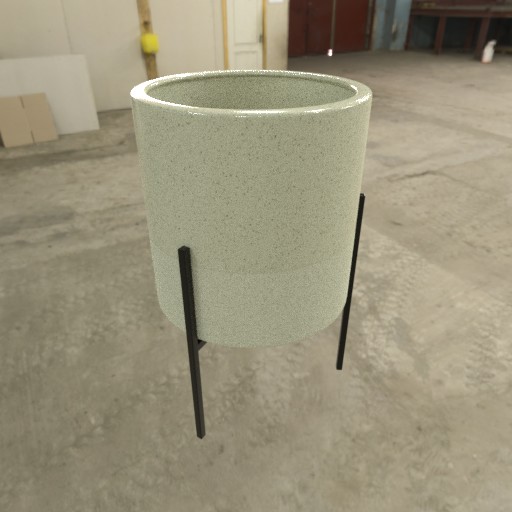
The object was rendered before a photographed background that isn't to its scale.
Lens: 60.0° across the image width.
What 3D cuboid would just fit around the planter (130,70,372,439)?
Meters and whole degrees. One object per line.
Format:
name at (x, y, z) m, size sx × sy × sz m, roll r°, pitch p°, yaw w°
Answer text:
planter at (0.000, 0.000, 0.537) m, size 0.243 × 0.390 × 0.234 m, roll 0°, pitch 30°, yaw 0°
